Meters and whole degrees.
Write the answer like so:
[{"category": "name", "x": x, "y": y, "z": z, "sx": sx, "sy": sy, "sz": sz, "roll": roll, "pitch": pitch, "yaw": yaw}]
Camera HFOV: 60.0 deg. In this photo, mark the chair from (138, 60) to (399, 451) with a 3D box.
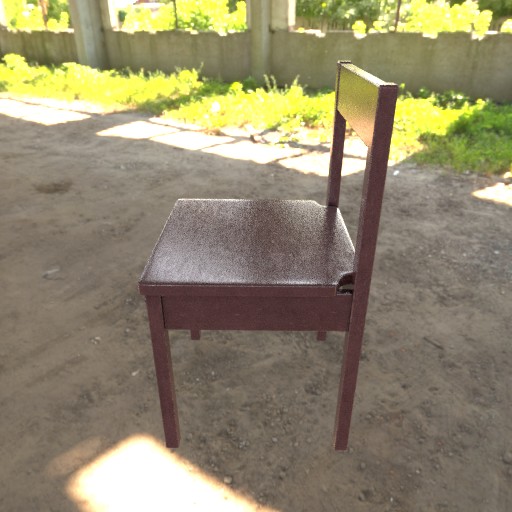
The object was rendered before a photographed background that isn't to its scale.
[{"category": "chair", "x": 0.000, "y": 0.000, "z": 0.859, "sx": 0.361, "sy": 0.668, "sz": 0.367, "roll": 0, "pitch": 28, "yaw": 1}]
